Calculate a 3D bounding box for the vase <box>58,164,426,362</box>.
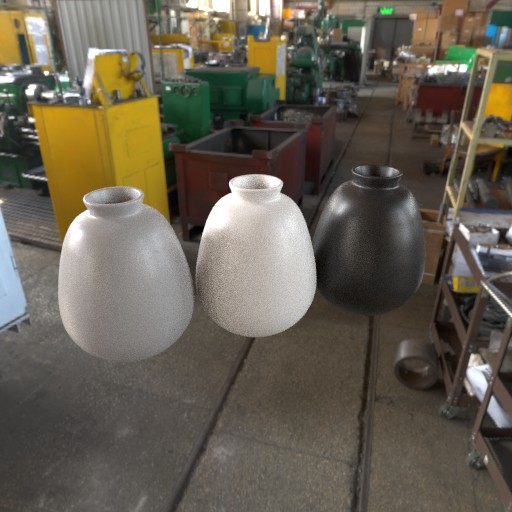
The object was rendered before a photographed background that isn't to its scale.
[{"bbox_3d":[0.000,0.000,0.352,0.297,0.122,0.097,-8,28,-15],"label":"vase"}]
